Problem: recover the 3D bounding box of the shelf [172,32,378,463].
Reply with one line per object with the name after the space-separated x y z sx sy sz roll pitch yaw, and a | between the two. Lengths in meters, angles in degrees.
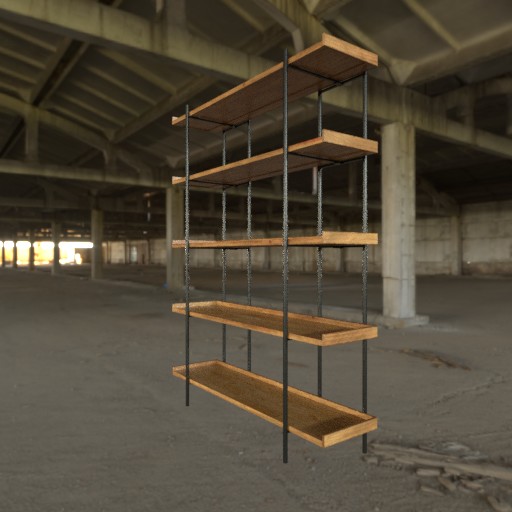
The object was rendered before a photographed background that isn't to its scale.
0.000 0.000 2.435 0.379 1.826 1.371 0 0 -37 | shelf
